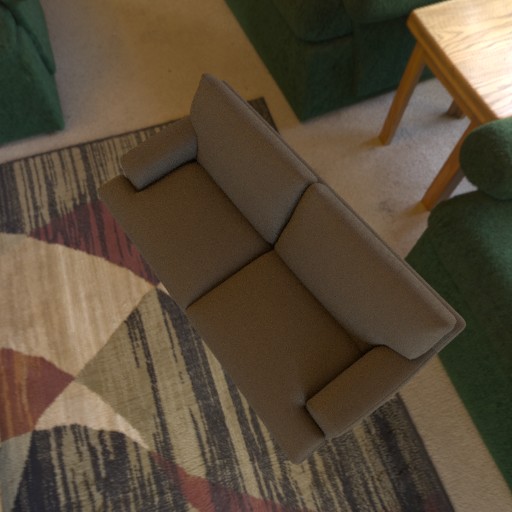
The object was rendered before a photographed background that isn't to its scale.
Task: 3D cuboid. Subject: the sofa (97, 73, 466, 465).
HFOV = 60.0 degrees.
[{"bbox_3d":[0.000,0.000,2.809,1.140,0.950,2.271,-35,70,-15],"label":"sofa"}]
